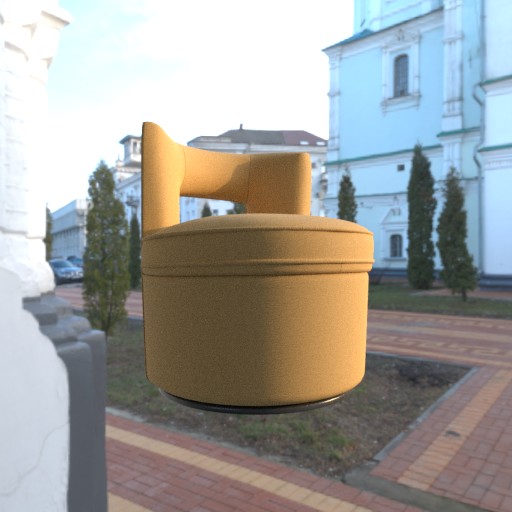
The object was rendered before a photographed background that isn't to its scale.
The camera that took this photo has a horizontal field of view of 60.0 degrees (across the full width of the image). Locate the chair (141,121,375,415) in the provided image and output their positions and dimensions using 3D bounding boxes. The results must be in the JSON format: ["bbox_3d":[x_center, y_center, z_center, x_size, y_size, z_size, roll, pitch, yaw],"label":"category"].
[{"bbox_3d":[0.000,0.000,1.275,0.650,0.723,0.665,0,0,-38],"label":"chair"}]
